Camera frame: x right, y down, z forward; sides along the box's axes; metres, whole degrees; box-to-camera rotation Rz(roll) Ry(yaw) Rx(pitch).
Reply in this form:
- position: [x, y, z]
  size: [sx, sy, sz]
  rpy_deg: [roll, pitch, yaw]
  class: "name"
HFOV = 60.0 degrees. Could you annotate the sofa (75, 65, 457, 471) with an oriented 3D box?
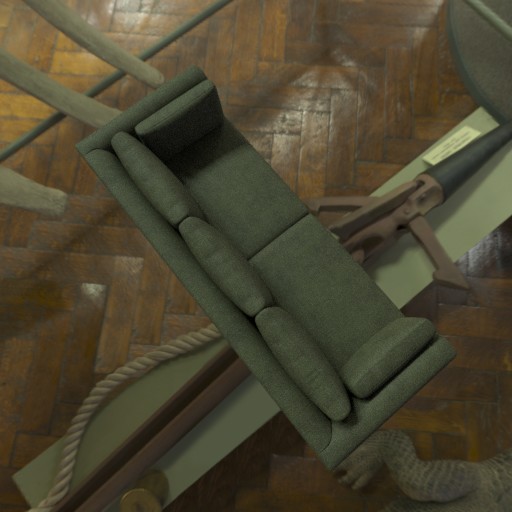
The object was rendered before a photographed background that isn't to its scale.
- position: [0.000, 0.000, 2.905]
  size: [0.969, 0.867, 2.415]
  rpy_deg: [-38, 79, -9]
  class: "sofa"
